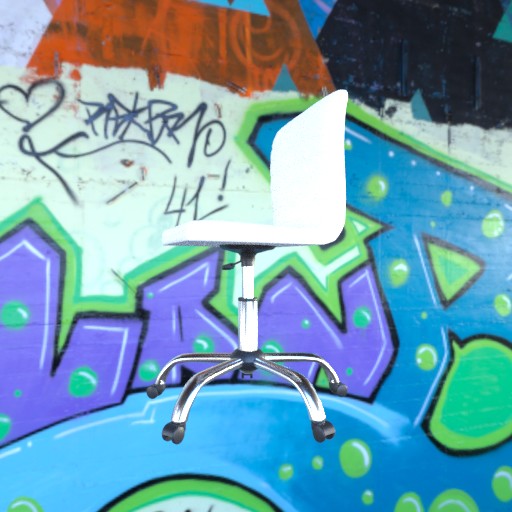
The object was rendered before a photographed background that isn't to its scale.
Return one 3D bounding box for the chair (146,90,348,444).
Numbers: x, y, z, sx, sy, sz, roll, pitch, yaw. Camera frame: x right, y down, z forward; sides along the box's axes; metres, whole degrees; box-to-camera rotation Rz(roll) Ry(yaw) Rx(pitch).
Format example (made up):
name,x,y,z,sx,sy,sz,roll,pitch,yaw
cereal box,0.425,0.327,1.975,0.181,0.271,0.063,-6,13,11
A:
name,x,y,z,sx,sy,sz,roll,pitch,yaw
chair,0.000,0.000,1.158,0.530,0.780,0.556,0,0,-19
